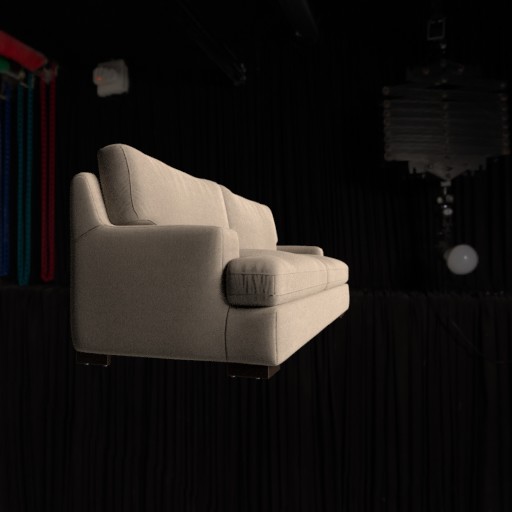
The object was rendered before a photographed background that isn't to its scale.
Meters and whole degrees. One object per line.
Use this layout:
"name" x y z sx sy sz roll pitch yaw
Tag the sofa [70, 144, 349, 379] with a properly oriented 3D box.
"sofa" 0.000 0.000 2.879 0.962 0.980 2.354 0 -1 18
